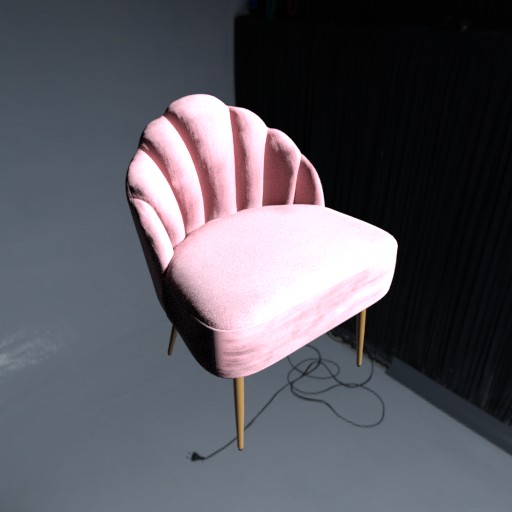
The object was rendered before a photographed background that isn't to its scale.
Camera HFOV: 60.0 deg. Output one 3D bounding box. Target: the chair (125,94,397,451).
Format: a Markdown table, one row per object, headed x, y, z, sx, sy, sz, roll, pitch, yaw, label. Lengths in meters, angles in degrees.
| x | y | z | sx | sy | sz | roll | pitch | yaw | label |
| --- | --- | --- | --- | --- | --- | --- | --- | --- | --- |
| 0.000 | 0.000 | 1.292 | 0.657 | 0.819 | 0.599 | -22 | 37 | -33 | chair |
